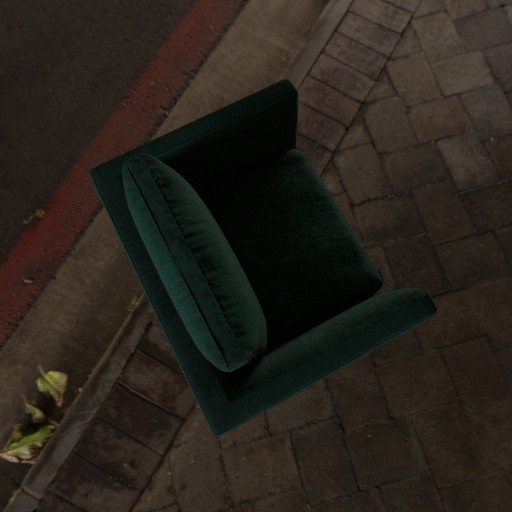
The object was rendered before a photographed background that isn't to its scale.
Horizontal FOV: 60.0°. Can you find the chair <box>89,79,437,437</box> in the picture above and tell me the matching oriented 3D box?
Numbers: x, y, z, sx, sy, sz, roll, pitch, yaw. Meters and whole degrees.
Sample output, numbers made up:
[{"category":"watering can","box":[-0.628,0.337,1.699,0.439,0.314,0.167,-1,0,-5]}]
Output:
[{"category":"chair","box":[0.000,0.000,1.787,0.852,0.997,1.047,-27,76,-7]}]
